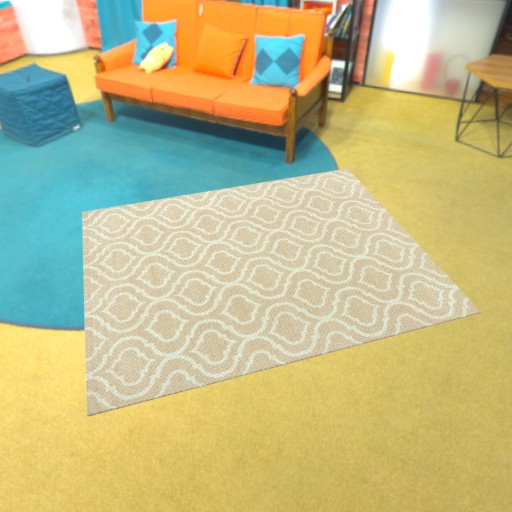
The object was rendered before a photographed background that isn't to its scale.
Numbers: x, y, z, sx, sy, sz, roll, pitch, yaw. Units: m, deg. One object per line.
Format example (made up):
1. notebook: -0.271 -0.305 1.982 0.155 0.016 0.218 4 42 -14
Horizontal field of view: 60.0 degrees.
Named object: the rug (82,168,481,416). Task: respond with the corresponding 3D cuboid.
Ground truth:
1. rug: 0.000 0.000 3.887 2.894 0.013 2.286 -11 42 -13
